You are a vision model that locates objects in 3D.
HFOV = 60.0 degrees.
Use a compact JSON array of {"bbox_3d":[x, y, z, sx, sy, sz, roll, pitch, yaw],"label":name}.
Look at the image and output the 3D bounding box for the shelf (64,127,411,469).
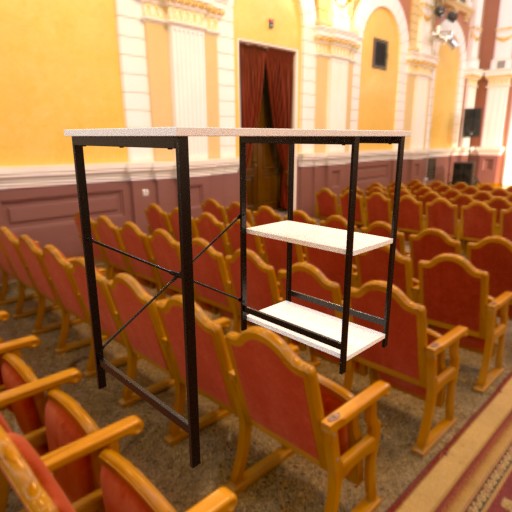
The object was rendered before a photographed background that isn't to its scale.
[{"bbox_3d":[0.000,0.000,1.375,0.902,0.750,0.498,-14,21,-43],"label":"shelf"}]
